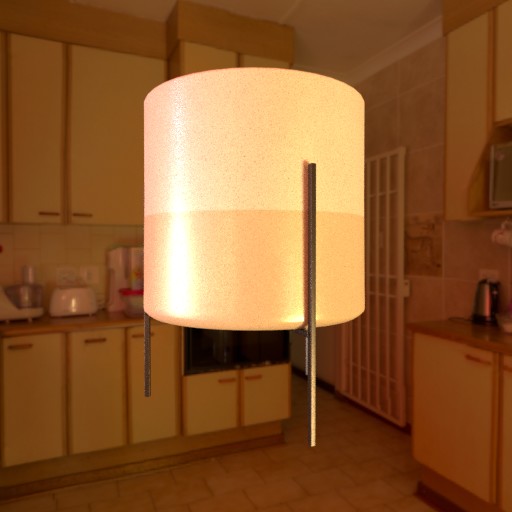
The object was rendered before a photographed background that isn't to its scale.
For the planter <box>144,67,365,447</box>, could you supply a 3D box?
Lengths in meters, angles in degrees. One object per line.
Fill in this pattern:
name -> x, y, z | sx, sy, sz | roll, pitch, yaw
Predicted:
planter -> 0.000, 0.000, 0.743 | 0.359, 0.484, 0.368 | 1, 1, 36
